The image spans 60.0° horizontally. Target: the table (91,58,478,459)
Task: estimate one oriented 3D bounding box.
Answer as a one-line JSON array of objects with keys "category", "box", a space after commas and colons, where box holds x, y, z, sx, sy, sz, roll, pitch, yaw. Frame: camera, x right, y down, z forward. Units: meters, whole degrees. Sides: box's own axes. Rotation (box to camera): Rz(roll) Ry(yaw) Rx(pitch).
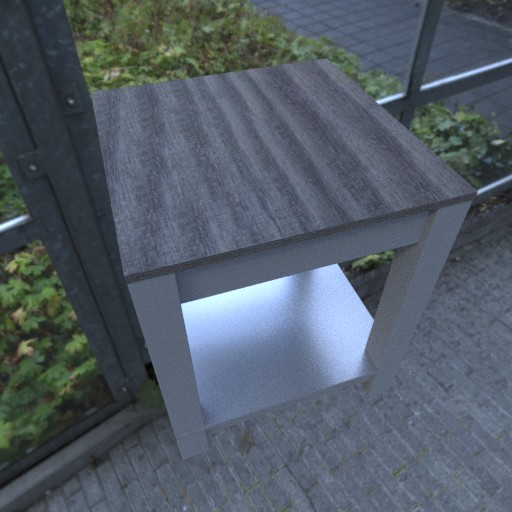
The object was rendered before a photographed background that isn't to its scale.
[{"category": "table", "box": [0.000, 0.000, 0.960, 0.504, 0.587, 0.506, -14, 47, -13]}]
